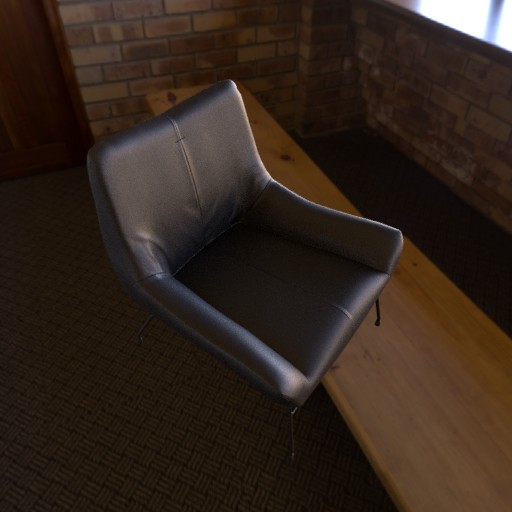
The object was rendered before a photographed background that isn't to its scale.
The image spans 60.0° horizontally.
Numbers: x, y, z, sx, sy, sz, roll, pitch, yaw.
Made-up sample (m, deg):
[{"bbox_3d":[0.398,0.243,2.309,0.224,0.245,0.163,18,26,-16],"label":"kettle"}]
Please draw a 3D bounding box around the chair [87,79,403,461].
[{"bbox_3d":[0.000,0.000,1.598,0.826,0.922,0.836,26,49,25],"label":"chair"}]
